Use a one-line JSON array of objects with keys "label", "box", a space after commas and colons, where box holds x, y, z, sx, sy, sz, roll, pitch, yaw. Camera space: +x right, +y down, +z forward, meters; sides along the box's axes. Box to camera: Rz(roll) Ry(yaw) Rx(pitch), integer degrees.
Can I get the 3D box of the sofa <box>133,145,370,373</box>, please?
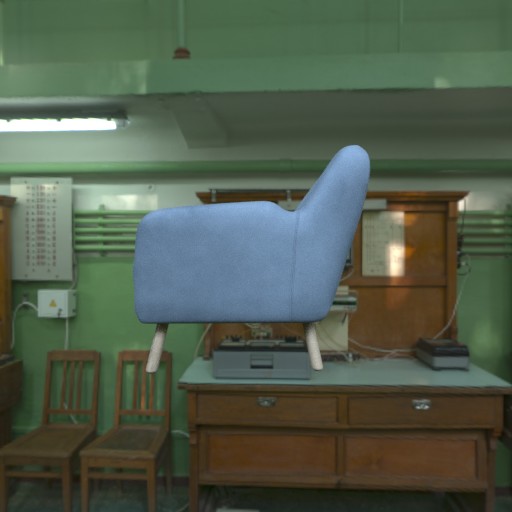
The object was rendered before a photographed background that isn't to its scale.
[{"label": "sofa", "box": [0.000, 0.000, 2.366, 0.850, 0.810, 1.870, 0, 1, 2]}]
